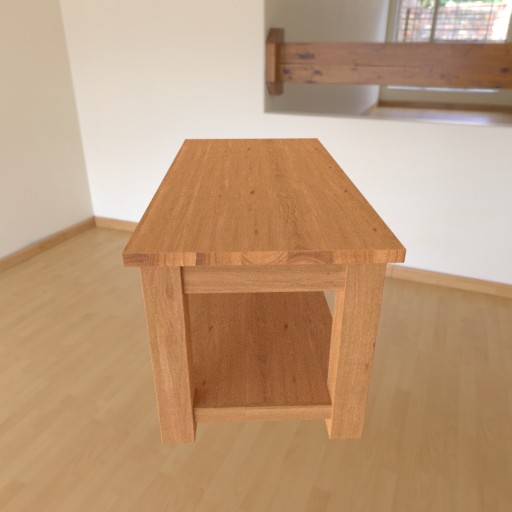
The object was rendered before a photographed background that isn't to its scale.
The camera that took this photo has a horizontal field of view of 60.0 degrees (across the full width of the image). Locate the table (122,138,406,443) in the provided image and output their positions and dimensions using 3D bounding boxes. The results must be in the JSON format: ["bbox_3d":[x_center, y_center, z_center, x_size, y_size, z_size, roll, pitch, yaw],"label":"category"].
[{"bbox_3d":[0.000,0.000,1.201,0.450,0.452,0.899,-1,26,-2],"label":"table"}]
